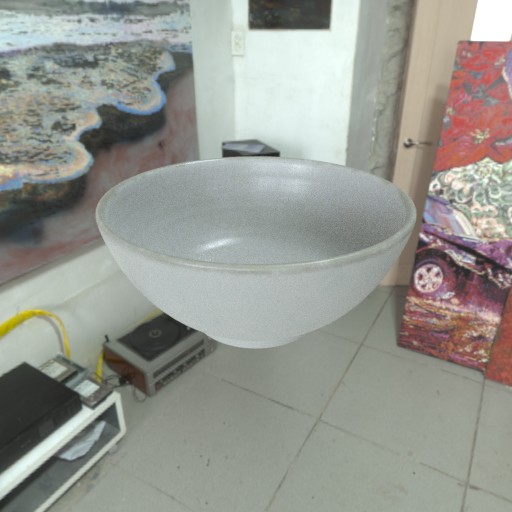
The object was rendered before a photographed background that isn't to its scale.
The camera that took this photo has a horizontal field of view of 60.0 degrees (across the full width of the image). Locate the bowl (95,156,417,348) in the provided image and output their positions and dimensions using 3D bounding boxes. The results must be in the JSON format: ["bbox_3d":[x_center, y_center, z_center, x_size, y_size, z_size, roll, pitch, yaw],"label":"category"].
[{"bbox_3d":[0.000,0.000,0.415,0.268,0.121,0.268,0,27,0],"label":"bowl"}]
